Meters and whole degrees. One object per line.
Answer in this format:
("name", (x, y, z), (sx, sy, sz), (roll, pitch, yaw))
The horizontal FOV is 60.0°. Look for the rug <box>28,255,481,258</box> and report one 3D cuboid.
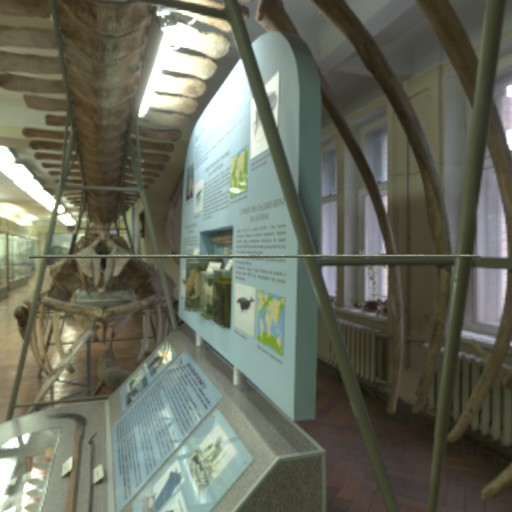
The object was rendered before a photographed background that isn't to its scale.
("rug", (0.000, 0.000, 1.415), (1.219, 0.007, 0.604), (0, 0, -19))
